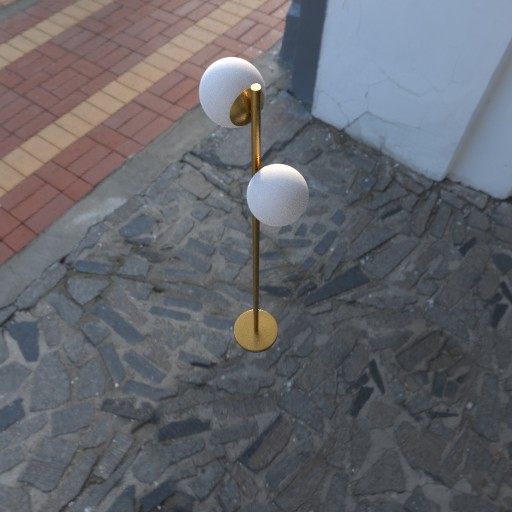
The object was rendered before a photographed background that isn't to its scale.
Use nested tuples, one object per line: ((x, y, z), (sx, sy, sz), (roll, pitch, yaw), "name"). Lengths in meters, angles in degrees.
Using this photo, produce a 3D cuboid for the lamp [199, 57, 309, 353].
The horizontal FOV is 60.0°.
((0.000, 0.000, 1.831), (0.249, 1.641, 0.419), (-31, 63, -18), "lamp")
